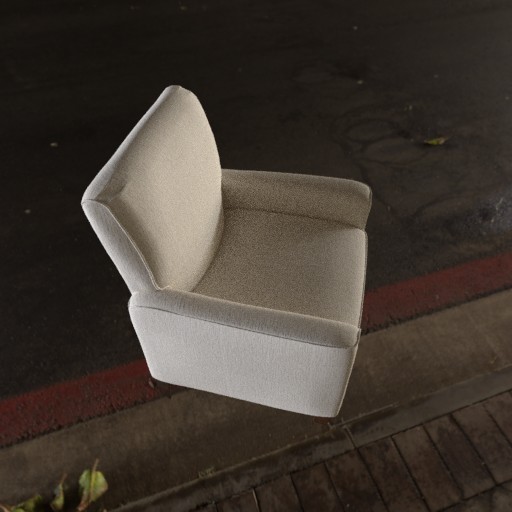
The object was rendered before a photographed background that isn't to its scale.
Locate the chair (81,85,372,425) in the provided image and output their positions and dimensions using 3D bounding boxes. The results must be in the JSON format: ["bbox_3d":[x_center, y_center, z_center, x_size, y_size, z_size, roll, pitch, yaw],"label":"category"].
[{"bbox_3d":[0.000,0.000,1.704,0.858,1.028,0.841,10,48,9],"label":"chair"}]
